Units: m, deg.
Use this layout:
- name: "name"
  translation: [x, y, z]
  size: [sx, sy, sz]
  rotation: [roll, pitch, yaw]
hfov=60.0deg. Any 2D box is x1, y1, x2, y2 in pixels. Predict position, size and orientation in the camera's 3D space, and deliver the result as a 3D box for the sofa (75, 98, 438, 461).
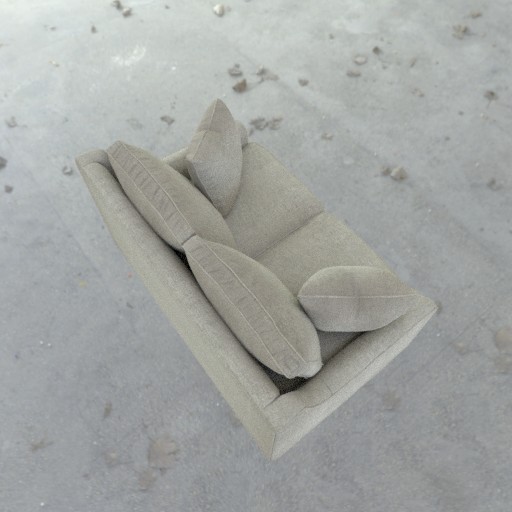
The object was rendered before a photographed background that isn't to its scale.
- name: "sofa"
  translation: [0.000, 0.000, 2.041]
  size: [0.915, 0.863, 1.422]
  rotation: [-33, 64, -19]
